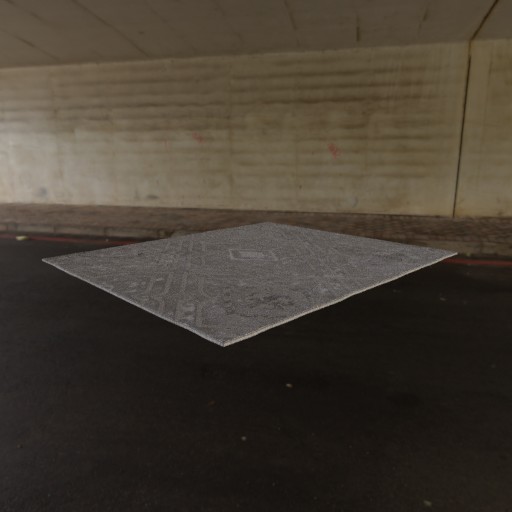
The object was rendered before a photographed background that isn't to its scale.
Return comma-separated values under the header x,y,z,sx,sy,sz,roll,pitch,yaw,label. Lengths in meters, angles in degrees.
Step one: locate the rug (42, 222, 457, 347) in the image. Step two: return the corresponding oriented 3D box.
x,y,z,sx,sy,sz,roll,pitch,yaw,label
0.000,0.000,0.893,0.639,0.006,0.548,-13,19,-43,rug
